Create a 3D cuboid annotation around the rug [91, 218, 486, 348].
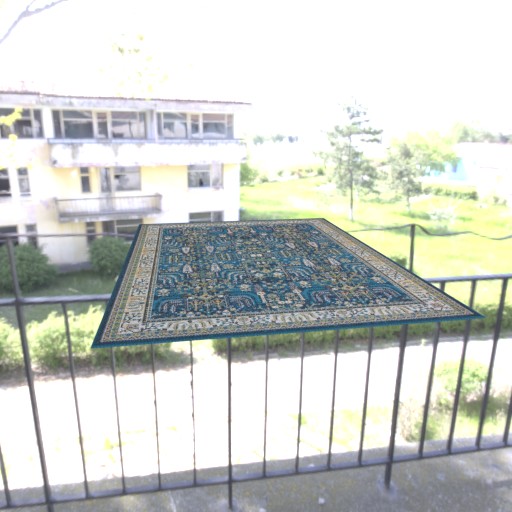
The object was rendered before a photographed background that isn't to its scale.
[{"bbox_3d":[0.000,0.000,3.869,2.226,0.015,3.044,-3,16,-9],"label":"rug"}]
